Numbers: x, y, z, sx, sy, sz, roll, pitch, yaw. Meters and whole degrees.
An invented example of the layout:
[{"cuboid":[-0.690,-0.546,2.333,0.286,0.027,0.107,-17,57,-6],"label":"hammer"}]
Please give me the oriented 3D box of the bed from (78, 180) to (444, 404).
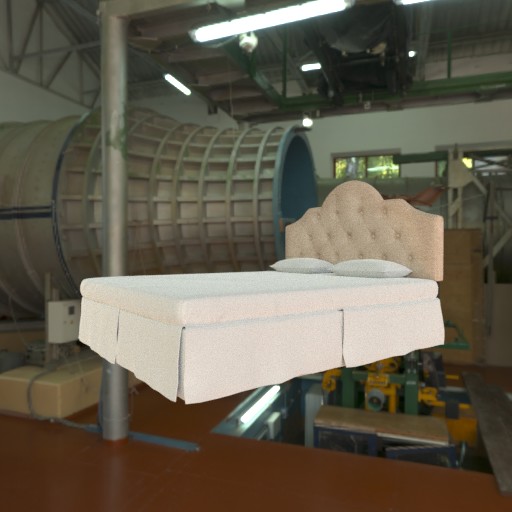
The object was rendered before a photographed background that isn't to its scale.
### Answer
[{"cuboid":[0.000,0.000,3.015,1.970,1.194,1.667,-1,1,-36],"label":"bed"}]
